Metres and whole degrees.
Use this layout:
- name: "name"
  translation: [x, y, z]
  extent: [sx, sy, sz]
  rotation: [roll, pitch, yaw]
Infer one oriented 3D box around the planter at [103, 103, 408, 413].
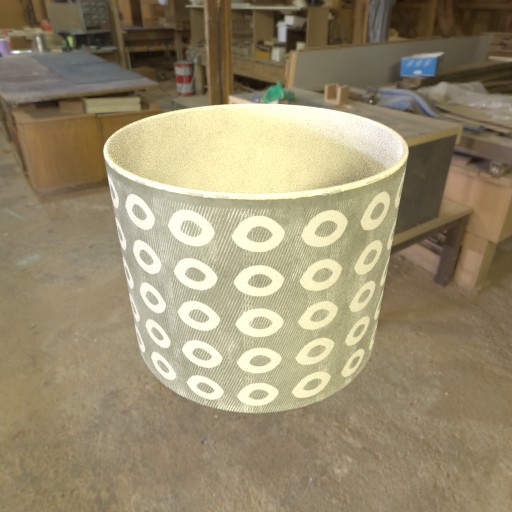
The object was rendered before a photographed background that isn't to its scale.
- name: "planter"
  translation: [0.000, 0.000, 0.440]
  extent: [0.250, 0.239, 0.250]
  rotation: [0, 31, 0]
